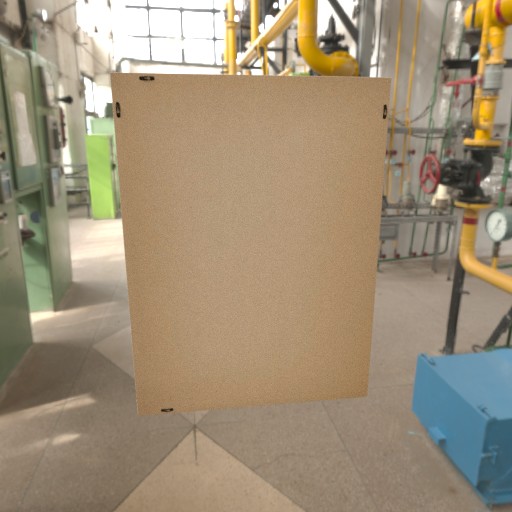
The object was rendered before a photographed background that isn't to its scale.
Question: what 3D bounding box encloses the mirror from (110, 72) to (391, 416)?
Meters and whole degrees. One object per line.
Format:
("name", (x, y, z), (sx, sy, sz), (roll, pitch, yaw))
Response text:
("mirror", (0.000, 0.000, 1.339), (0.762, 1.016, 0.041), (-2, 16, -8))
